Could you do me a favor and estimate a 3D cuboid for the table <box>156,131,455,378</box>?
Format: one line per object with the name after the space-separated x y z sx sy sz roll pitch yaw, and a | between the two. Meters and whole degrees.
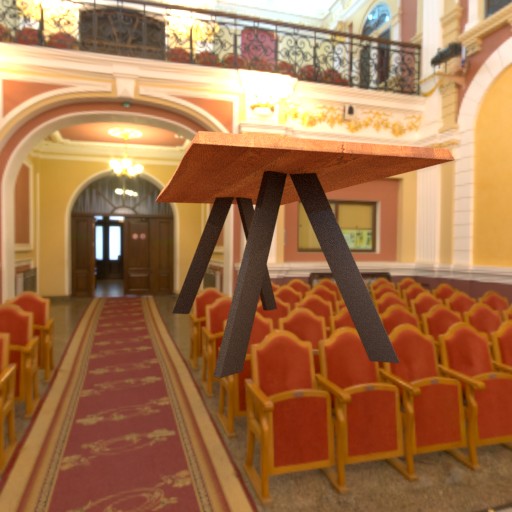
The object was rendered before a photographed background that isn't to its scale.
0.000 0.000 2.262 0.900 0.770 1.800 0 1 -16 | table
